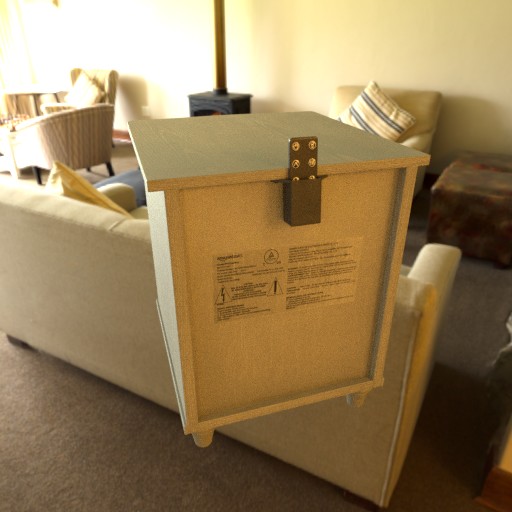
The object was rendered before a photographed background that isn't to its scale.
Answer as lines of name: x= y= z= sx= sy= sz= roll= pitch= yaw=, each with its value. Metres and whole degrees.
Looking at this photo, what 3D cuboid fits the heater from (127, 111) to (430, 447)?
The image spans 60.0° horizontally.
heater: x=0.000 y=0.000 z=0.771 sx=0.362 sy=0.481 sz=0.400 roll=-8 pitch=28 yaw=-16
